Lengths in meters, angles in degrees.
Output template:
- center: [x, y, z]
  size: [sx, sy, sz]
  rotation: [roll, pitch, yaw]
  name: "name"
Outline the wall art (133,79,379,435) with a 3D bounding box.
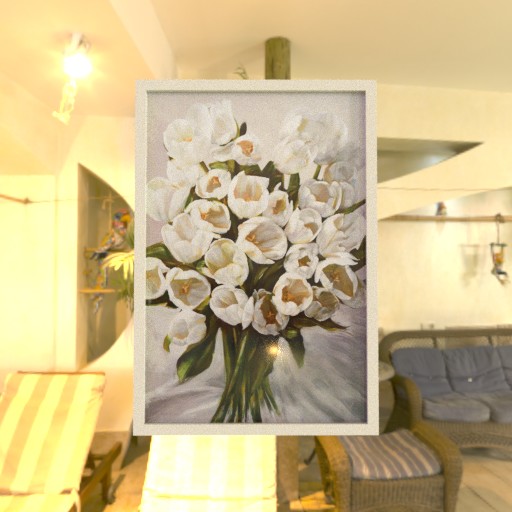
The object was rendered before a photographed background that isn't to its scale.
- center: [0.000, 0.000, 0.545]
  size: [0.293, 0.428, 0.025]
  rotation: [0, -1, 0]
  name: "wall art"
